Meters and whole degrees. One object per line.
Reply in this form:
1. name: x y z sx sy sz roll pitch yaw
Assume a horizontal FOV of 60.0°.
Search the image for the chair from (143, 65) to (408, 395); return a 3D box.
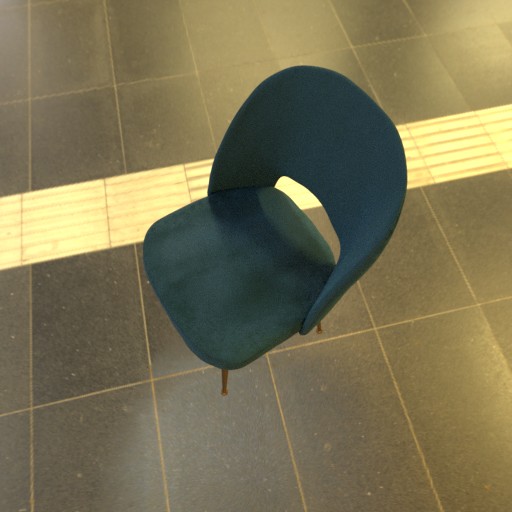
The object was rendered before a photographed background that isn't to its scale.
1. chair: 0.000 0.000 1.239 0.577 0.860 0.527 -30 67 -14
